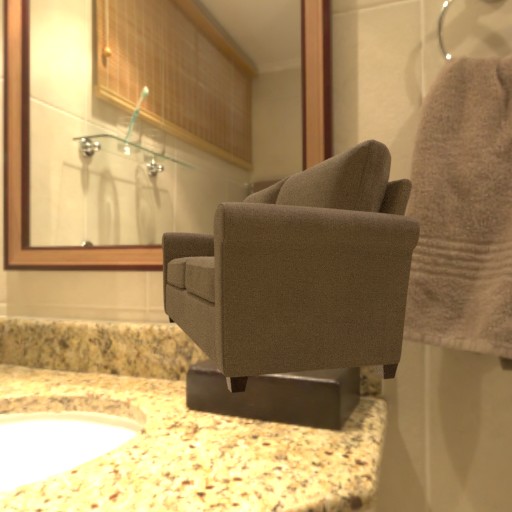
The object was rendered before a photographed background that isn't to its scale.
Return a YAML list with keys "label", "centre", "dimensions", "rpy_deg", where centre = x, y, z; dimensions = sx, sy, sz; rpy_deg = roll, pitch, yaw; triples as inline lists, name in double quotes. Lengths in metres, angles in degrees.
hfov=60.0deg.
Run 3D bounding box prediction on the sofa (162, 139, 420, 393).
- label: "sofa"
  centre: [0.000, 0.000, 2.467]
  dimensions: [0.842, 0.942, 1.935]
  rpy_deg: [0, 0, -18]
